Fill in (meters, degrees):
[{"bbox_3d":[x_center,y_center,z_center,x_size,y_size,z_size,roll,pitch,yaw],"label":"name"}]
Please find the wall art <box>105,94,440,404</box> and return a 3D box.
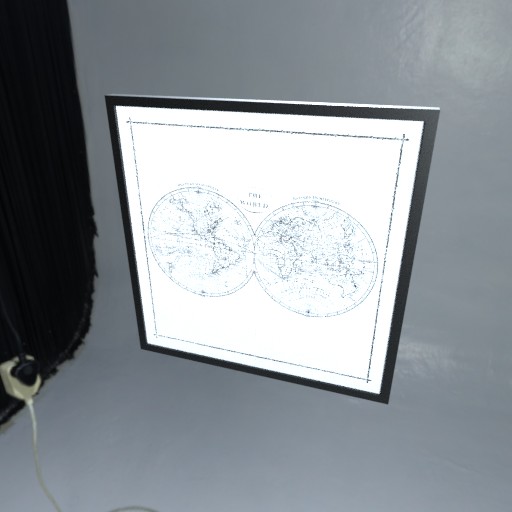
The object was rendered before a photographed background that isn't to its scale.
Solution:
[{"bbox_3d":[0.000,0.000,1.164,0.773,0.775,0.031,8,27,16],"label":"wall art"}]
